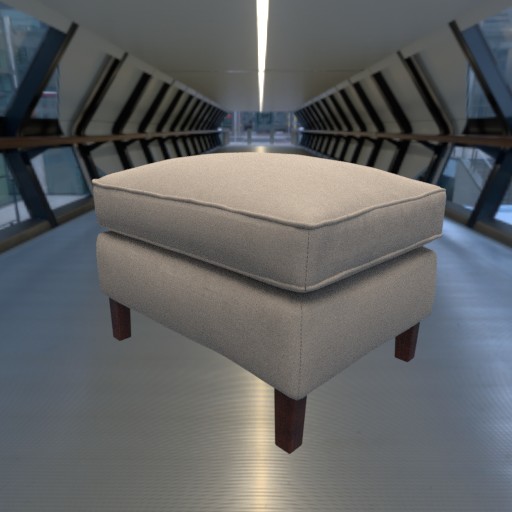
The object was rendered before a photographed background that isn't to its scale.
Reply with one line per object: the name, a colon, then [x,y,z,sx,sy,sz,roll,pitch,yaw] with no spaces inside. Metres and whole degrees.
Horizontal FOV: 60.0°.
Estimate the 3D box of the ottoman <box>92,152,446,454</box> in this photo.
ottoman: [0.000,0.000,1.007,0.665,0.456,0.501,16,23,43]
